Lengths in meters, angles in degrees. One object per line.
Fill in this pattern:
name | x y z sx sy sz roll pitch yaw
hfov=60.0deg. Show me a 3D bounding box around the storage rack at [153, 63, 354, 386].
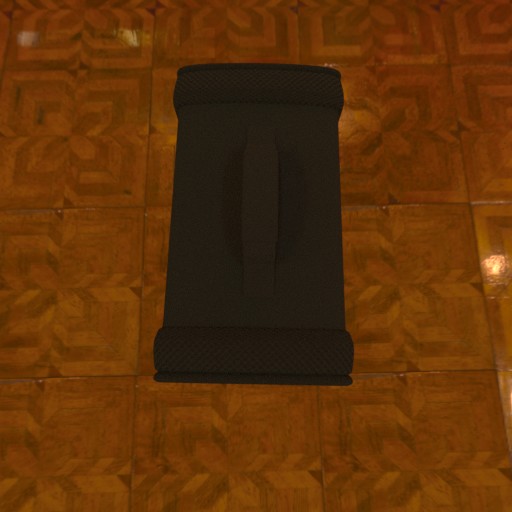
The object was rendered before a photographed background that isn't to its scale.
storage rack | 0.000 0.000 0.540 0.168 0.387 0.297 1 74 0
